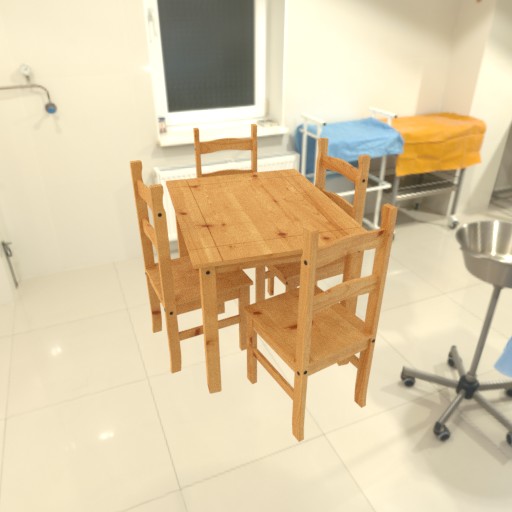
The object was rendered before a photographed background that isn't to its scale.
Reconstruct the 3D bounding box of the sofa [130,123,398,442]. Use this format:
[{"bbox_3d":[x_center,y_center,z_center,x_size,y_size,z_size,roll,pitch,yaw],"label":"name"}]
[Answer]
[{"bbox_3d":[0.000,0.000,2.305,1.144,1.000,1.529,-8,30,-14],"label":"sofa"}]
